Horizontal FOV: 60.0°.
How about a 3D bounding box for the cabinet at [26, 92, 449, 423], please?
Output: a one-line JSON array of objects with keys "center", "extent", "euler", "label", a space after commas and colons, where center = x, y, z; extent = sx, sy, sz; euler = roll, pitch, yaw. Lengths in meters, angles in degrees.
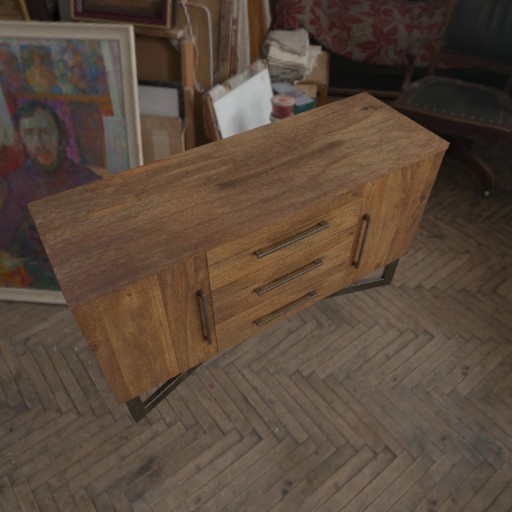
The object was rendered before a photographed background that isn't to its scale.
[{"center": [0.000, 0.000, 1.772], "extent": [1.373, 0.812, 0.480], "euler": [-24, 52, -21], "label": "cabinet"}]
